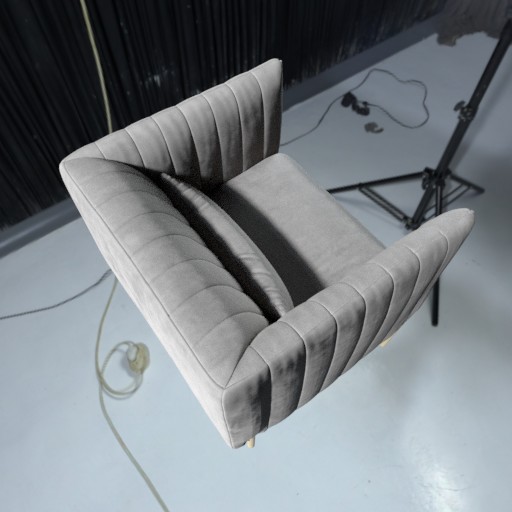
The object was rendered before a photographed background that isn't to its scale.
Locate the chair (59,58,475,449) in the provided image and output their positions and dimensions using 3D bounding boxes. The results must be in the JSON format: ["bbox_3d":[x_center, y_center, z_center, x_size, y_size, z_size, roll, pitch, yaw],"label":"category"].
[{"bbox_3d":[0.000,0.000,1.592,0.873,0.779,0.981,-32,63,-19],"label":"chair"}]
